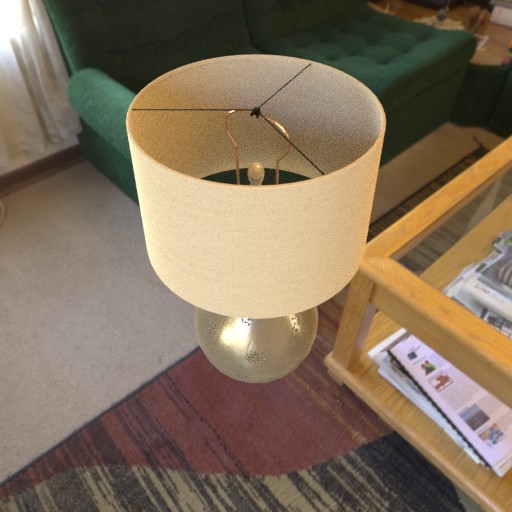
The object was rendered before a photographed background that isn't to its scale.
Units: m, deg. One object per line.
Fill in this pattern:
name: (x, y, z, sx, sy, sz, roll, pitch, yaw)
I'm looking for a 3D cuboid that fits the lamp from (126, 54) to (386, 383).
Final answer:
lamp: (0.000, 0.000, 0.723, 0.330, 0.521, 0.330, 0, 47, 0)
